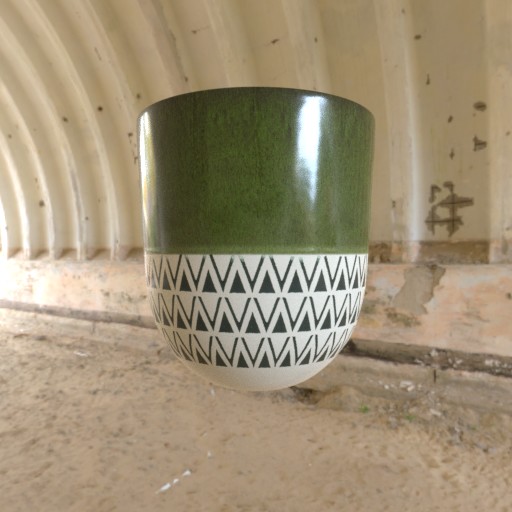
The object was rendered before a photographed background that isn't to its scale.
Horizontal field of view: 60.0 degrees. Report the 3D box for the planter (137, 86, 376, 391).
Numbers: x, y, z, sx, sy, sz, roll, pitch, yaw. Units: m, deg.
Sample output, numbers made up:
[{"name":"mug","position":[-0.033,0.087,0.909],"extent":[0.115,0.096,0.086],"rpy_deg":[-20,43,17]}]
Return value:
[{"name":"planter","position":[0.000,0.000,0.472],"extent":[0.245,0.270,0.245],"rpy_deg":[0,1,0]}]
